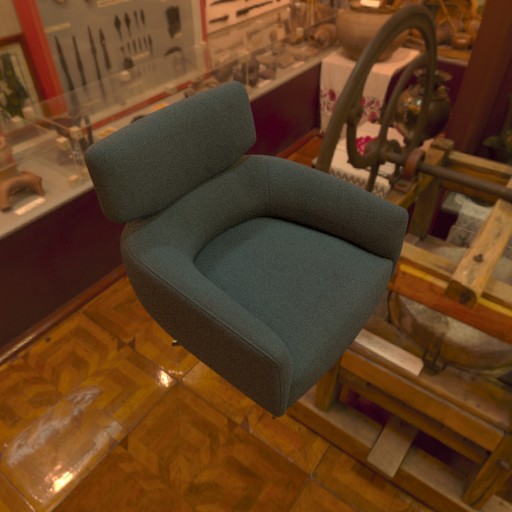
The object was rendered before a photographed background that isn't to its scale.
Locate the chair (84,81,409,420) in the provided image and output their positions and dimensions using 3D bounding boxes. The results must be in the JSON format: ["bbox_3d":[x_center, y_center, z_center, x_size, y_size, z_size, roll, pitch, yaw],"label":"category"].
[{"bbox_3d":[0.000,0.000,1.426,0.761,0.813,0.738,28,49,27],"label":"chair"}]
